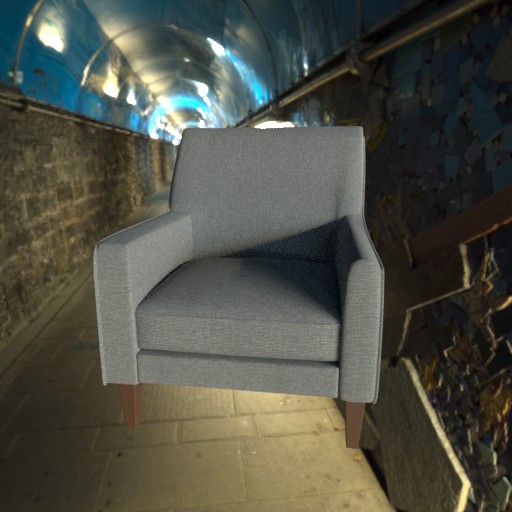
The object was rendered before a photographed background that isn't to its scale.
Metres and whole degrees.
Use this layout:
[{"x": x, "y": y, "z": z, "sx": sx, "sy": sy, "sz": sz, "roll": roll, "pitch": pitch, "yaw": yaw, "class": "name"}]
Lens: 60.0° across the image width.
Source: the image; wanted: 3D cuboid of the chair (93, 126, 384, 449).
[{"x": 0.000, "y": 0.000, "z": 1.581, "sx": 0.780, "sy": 0.919, "sz": 0.899, "roll": 2, "pitch": 14, "yaw": 8, "class": "chair"}]
